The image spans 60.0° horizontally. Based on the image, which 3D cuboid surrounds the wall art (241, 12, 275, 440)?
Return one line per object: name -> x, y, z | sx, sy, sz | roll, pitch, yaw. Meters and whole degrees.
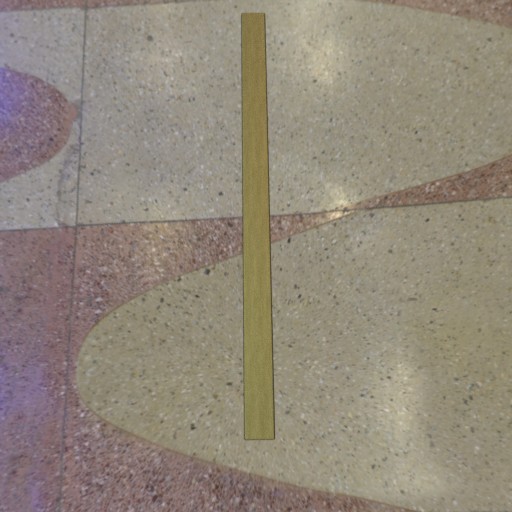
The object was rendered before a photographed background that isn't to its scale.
wall art -> 0.000, 0.000, 0.740 | 0.031, 0.506, 0.503 | -1, 75, 0
